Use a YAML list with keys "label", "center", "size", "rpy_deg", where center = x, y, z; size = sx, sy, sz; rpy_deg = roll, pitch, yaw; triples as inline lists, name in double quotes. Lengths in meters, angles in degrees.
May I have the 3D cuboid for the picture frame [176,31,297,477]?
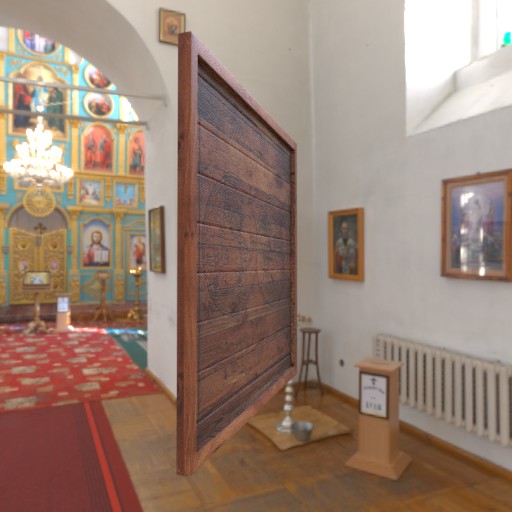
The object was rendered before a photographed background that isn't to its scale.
- label: "picture frame"
  center: [0.000, 0.000, 1.196]
  size: [0.029, 0.817, 0.810]
  rpy_deg: [0, -1, 19]
